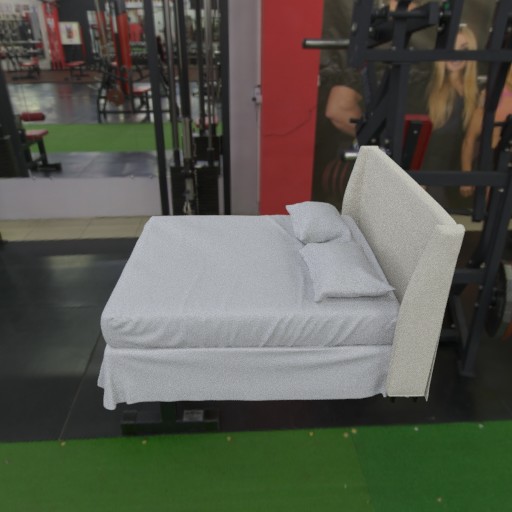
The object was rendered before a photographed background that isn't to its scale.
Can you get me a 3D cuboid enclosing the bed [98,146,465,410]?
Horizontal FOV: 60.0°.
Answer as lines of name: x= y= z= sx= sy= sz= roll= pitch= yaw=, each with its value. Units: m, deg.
bed: x=0.000 y=0.000 z=3.522 sx=2.276 sy=1.332 sz=1.925 roll=0 pitch=28 yaw=-1
